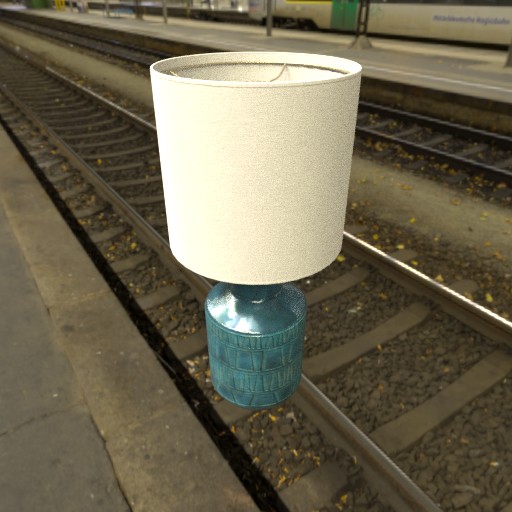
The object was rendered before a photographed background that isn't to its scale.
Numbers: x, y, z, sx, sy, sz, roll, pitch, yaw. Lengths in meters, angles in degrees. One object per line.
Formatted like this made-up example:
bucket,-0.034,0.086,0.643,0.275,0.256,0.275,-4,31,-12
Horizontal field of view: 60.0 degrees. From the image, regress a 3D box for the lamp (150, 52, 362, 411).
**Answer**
lamp,0.000,0.000,0.567,0.211,0.455,0.211,20,36,29
